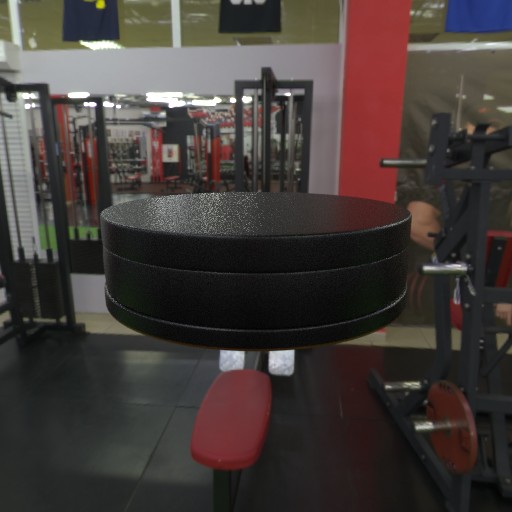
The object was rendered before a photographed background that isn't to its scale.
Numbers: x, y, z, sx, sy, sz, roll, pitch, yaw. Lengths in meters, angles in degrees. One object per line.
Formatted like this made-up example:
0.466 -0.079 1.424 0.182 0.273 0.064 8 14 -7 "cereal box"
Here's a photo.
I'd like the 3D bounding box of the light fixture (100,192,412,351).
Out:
0.000 0.000 0.432 0.283 0.097 0.283 0 14 0 "light fixture"
